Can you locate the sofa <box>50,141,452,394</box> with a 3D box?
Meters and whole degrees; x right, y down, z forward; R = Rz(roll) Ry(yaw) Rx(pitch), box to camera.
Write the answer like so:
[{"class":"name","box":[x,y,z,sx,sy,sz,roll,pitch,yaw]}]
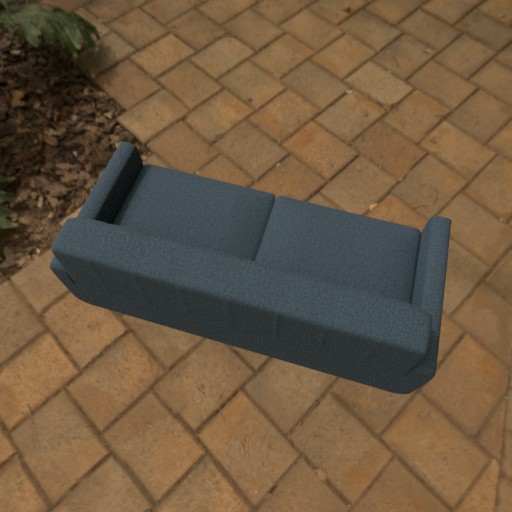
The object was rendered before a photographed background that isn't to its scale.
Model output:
[{"class":"sofa","box":[0.000,0.000,2.577,2.055,0.884,0.942,15,63,8]}]
